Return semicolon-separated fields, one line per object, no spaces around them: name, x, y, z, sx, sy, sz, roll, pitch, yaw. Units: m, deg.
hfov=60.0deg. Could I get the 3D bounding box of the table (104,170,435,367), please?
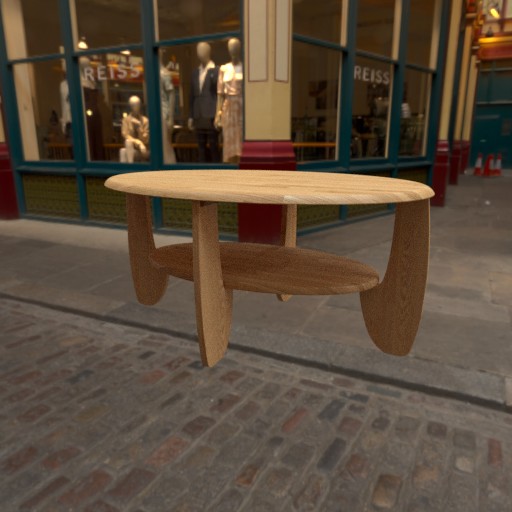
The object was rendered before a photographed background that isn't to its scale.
table;0.000;0.000;1.430;1.040;0.490;0.690;7;17;25
